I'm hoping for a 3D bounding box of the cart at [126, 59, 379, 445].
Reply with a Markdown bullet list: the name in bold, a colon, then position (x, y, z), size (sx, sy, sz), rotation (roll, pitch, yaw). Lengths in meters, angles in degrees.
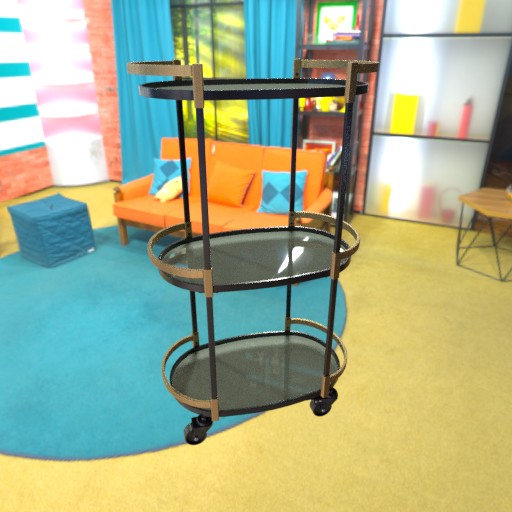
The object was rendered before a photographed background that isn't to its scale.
- **cart**: position (0.000, 0.000, 1.098), size (0.515, 0.885, 0.311), rotation (-7, 26, -15)
